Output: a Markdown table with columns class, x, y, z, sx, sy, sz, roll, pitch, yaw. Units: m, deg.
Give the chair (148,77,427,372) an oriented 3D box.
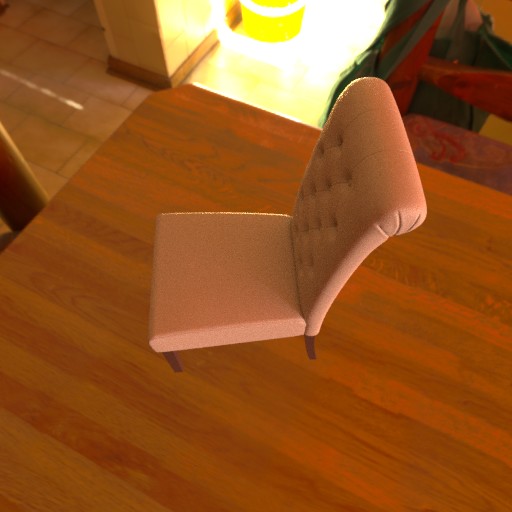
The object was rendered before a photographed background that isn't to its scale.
| class | x | y | z | sx | sy | sz | roll | pitch | yaw |
| --- | --- | --- | --- | --- | --- | --- | --- | --- | --- |
| chair | 0.000 | 0.000 | 1.364 | 0.671 | 1.006 | 0.456 | -3 | 60 | -2 |
